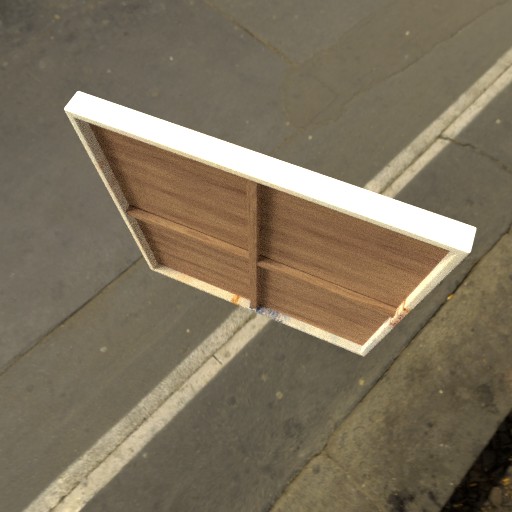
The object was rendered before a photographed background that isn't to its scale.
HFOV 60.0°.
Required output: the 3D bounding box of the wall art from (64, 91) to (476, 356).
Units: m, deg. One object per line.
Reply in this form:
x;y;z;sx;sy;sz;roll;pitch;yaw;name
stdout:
0.000;0.000;1.560;1.061;1.061;0.071;21;67;10;wall art
